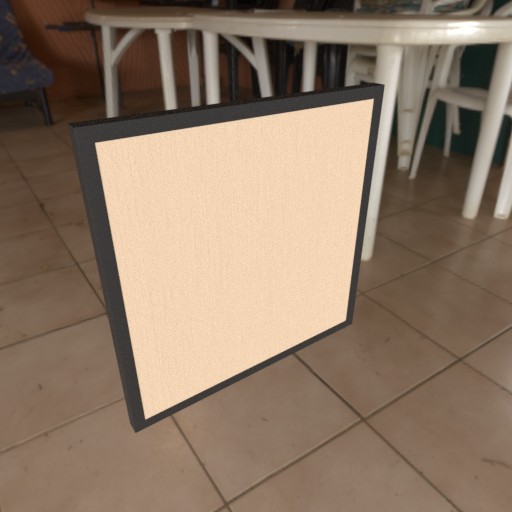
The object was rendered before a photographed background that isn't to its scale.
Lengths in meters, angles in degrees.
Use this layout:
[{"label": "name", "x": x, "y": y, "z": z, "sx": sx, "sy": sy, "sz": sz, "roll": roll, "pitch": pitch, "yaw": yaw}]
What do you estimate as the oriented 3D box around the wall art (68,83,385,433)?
[{"label": "wall art", "x": 0.000, "y": 0.000, "z": 0.451, "sx": 0.306, "sy": 0.304, "sz": 0.015, "roll": -19, "pitch": 35, "yaw": -30}]
